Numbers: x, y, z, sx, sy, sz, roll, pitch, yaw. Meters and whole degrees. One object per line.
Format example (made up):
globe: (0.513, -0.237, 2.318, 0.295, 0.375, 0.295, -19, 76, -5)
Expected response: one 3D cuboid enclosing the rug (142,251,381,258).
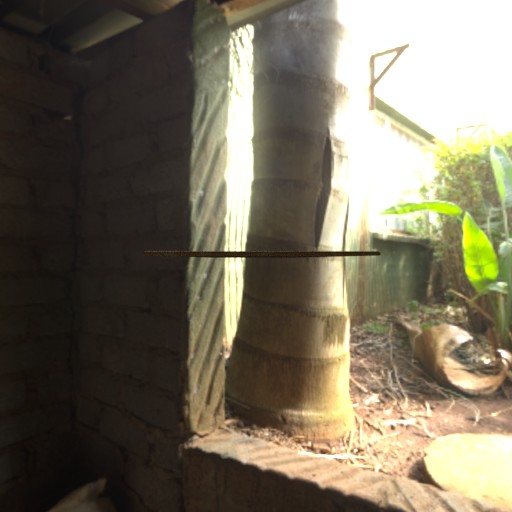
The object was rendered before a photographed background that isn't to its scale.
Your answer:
rug: (0.000, 0.000, 2.421, 0.691, 0.013, 2.289, 0, 0, -1)
